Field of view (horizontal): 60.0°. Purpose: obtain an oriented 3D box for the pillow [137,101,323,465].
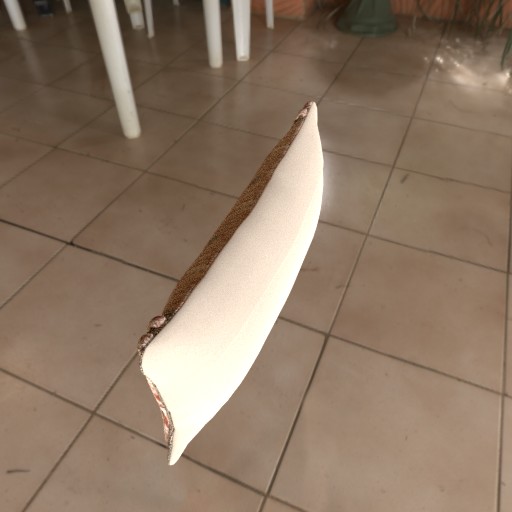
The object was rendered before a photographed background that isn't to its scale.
[{"bbox_3d":[0.000,0.000,0.747,0.139,0.282,0.635,16,48,15],"label":"pillow"}]
